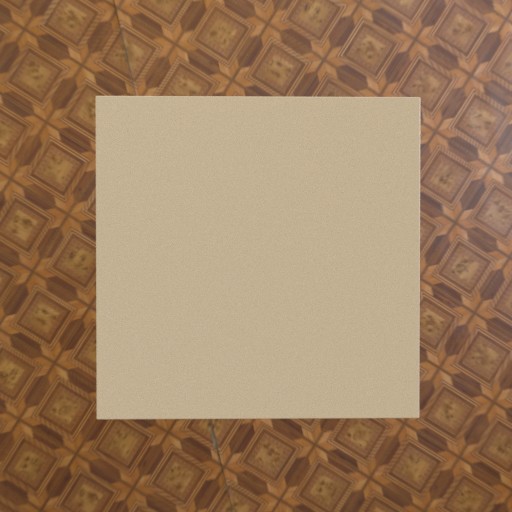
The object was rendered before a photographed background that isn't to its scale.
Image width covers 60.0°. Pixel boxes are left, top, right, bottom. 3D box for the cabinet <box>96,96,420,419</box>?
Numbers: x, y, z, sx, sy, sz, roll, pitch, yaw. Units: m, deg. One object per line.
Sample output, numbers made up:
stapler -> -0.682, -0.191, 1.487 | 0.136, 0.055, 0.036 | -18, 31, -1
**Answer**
cabinet -> 0.000, 0.000, 1.134 | 0.547, 0.775, 0.544 | 0, 91, -1
